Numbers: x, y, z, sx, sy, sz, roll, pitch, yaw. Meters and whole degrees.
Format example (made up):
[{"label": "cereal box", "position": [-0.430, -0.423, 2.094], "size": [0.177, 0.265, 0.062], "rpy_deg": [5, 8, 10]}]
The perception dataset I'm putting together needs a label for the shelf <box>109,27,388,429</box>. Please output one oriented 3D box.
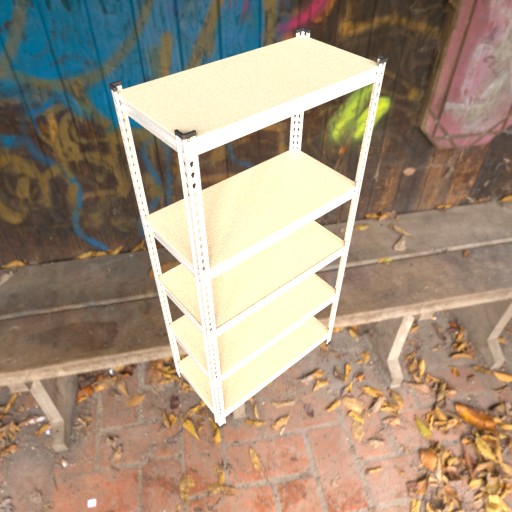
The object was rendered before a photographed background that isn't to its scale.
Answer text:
[{"label": "shelf", "position": [0.000, 0.000, 2.202], "size": [0.914, 1.829, 0.457], "rpy_deg": [-30, 52, -27]}]
